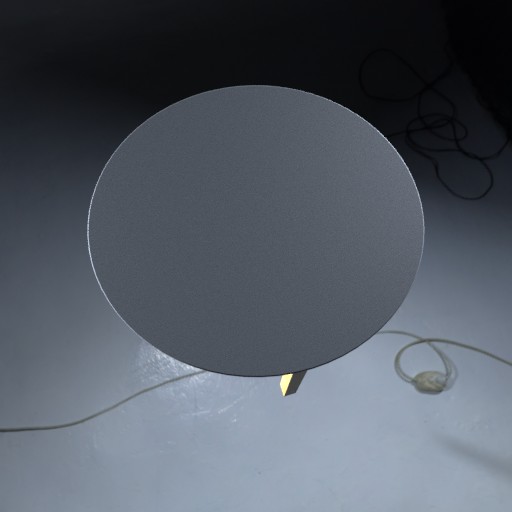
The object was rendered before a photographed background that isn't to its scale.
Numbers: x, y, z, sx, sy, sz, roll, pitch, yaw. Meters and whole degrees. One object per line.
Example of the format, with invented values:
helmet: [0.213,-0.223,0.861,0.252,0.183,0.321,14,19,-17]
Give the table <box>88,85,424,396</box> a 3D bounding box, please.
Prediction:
table: [0.000,0.000,0.983,0.600,0.405,0.600,0,64,0]
